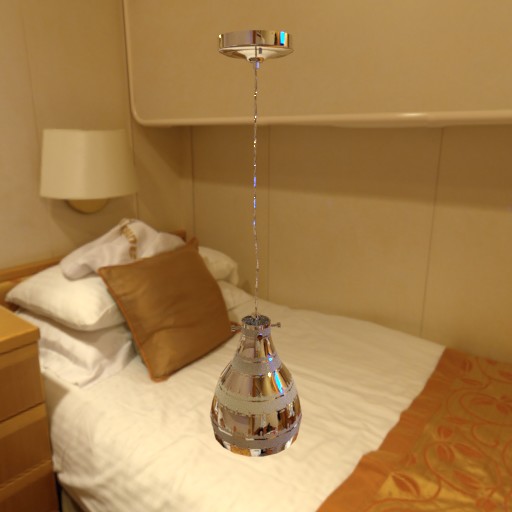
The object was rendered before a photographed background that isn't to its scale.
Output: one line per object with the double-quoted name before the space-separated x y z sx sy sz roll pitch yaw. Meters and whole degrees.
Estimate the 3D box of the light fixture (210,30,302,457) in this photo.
"light fixture" 0.000 0.000 1.627 0.374 1.457 0.374 -2 16 -8
